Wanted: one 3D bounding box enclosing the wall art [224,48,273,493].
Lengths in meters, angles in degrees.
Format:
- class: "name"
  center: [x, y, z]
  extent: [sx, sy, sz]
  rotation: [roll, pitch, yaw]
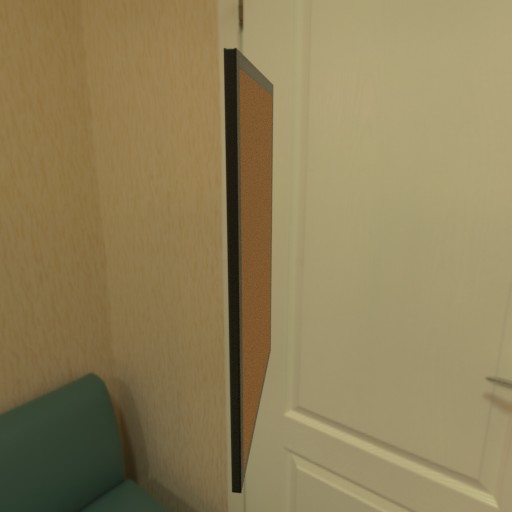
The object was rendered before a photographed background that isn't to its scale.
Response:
- class: "wall art"
  center: [0.000, 0.000, 0.852]
  extent: [0.016, 0.657, 0.480]
  rotation: [2, 16, 7]
